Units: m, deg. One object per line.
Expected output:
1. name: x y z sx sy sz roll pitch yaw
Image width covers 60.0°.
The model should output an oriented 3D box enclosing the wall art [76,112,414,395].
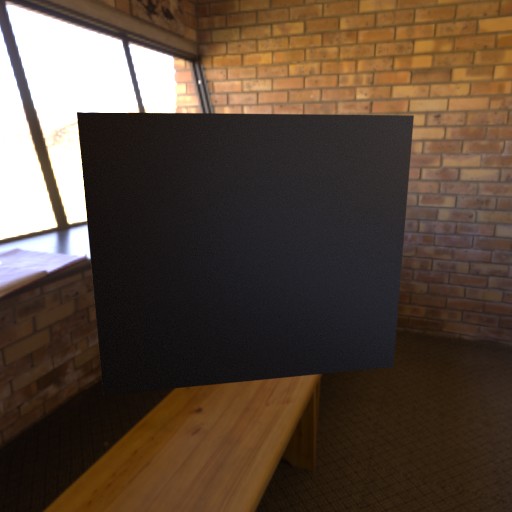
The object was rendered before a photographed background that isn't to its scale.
1. wall art: 0.000 0.000 0.542 0.383 0.332 0.012 -3 14 -10
